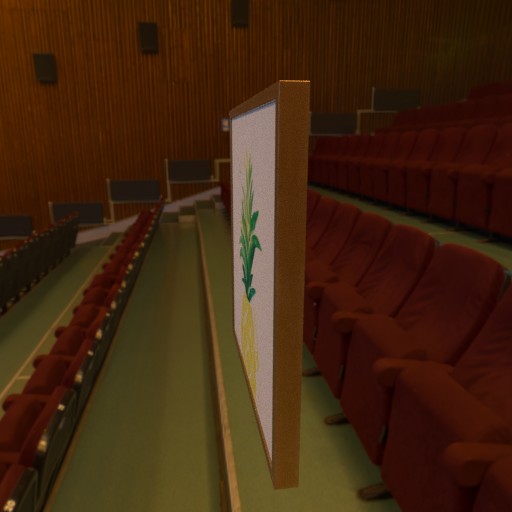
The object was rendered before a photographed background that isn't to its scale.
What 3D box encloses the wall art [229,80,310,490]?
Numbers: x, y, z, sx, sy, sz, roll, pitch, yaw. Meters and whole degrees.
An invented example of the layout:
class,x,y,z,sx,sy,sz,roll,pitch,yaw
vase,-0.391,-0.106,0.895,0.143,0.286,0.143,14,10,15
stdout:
class,x,y,z,sx,sy,sz,roll,pitch,yaw
wall art,0.000,0.000,0.769,0.033,0.509,0.510,-2,15,-9
